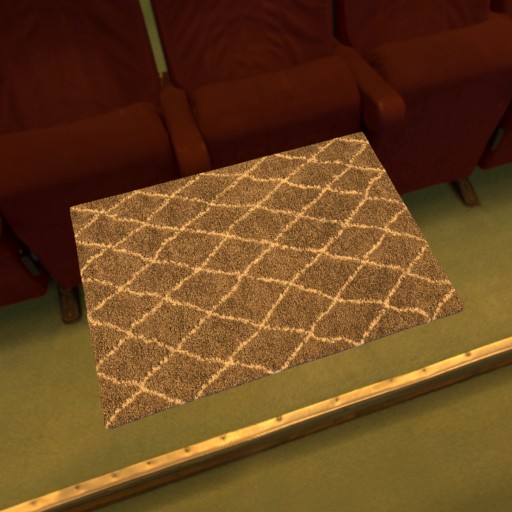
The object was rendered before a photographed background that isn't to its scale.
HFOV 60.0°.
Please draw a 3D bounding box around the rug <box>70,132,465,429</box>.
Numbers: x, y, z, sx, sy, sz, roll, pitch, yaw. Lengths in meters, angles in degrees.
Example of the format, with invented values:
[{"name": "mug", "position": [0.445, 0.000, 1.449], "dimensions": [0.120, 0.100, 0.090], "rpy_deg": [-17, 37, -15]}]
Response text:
[{"name": "rug", "position": [0.000, 0.000, 2.326], "dimensions": [1.778, 0.030, 1.219], "rpy_deg": [-16, 64, -8]}]
